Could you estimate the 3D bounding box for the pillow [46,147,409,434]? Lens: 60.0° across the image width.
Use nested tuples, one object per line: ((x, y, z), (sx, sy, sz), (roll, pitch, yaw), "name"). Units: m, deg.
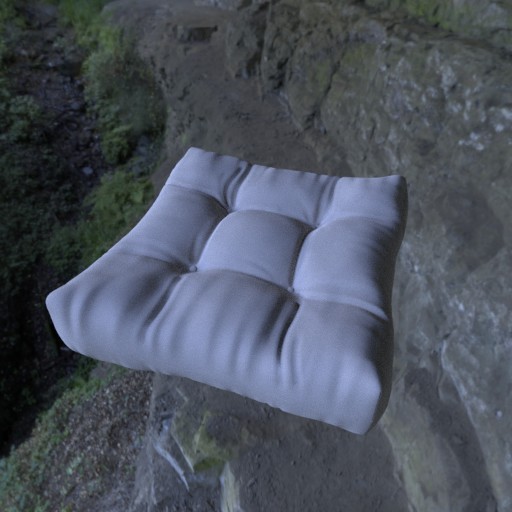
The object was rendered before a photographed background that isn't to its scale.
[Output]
((0.000, 0.000, 0.737), (0.468, 0.128, 0.490), (11, 42, 13), "pillow")
